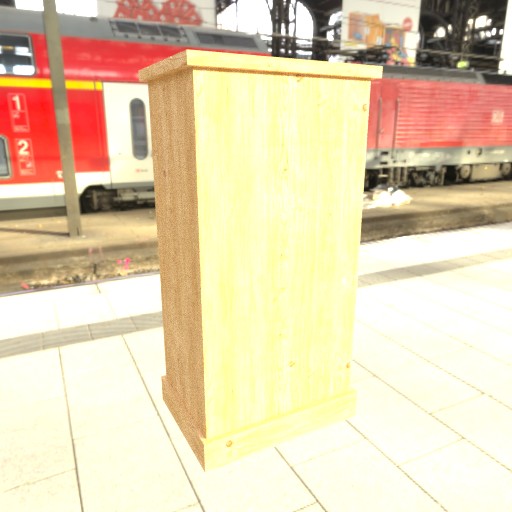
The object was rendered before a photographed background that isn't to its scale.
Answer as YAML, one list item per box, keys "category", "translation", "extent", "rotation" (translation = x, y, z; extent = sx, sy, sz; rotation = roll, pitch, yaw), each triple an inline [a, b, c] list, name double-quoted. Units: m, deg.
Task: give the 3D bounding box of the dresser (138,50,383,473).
- category: "dresser"
  translation: [0.000, 0.000, 1.328]
  extent: [0.531, 1.041, 0.390]
  rotation: [-8, 18, -27]
